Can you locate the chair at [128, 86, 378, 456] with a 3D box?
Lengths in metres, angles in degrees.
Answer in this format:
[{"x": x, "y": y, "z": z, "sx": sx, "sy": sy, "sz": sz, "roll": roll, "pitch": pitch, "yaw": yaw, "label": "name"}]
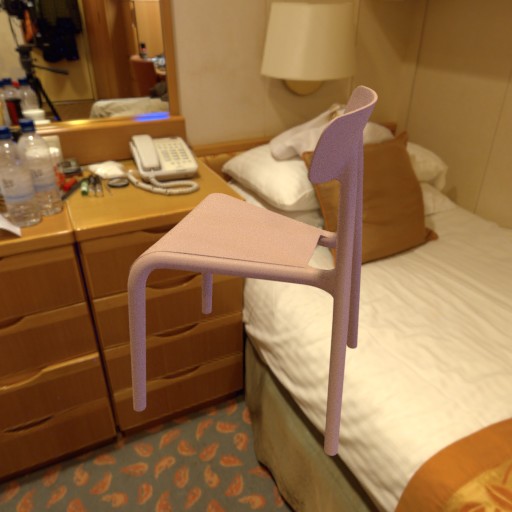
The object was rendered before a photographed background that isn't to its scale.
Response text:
[{"x": 0.000, "y": 0.000, "z": 0.826, "sx": 0.401, "sy": 0.580, "sz": 0.356, "roll": 9, "pitch": 31, "yaw": 16, "label": "chair"}]
